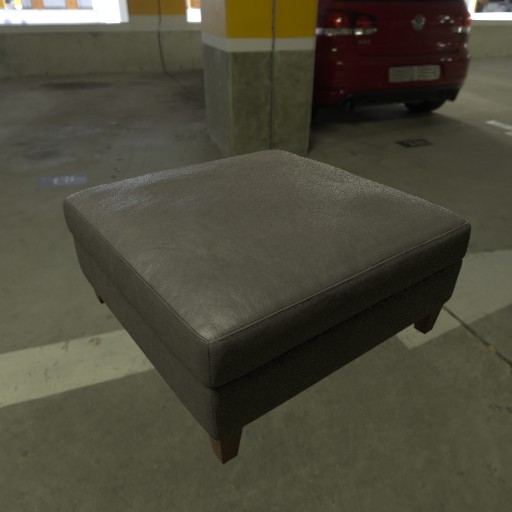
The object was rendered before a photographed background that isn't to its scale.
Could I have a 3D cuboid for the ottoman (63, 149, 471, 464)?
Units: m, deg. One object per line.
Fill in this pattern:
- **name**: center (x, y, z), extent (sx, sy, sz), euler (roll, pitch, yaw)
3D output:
- **ottoman**: center (0.000, 0.000, 1.294), extent (0.836, 0.415, 0.844), euler (-20, 35, -31)
